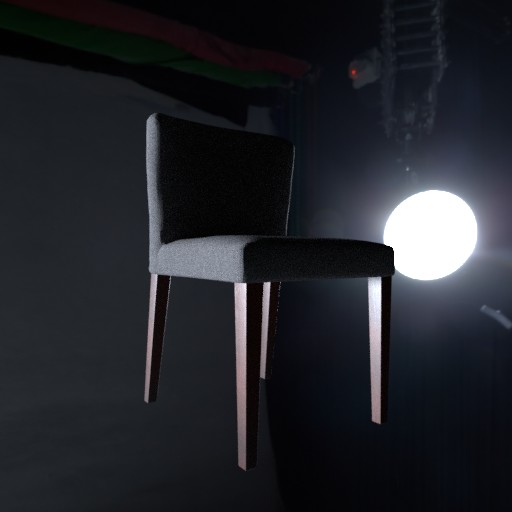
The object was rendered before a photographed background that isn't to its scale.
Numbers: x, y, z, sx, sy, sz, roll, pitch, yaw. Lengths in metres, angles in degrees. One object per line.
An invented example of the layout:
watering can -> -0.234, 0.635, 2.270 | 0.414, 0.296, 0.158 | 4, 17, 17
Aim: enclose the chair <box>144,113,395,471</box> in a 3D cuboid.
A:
chair -> 0.000, 0.000, 1.207 | 0.491, 0.839, 0.589 | 0, 0, -36
